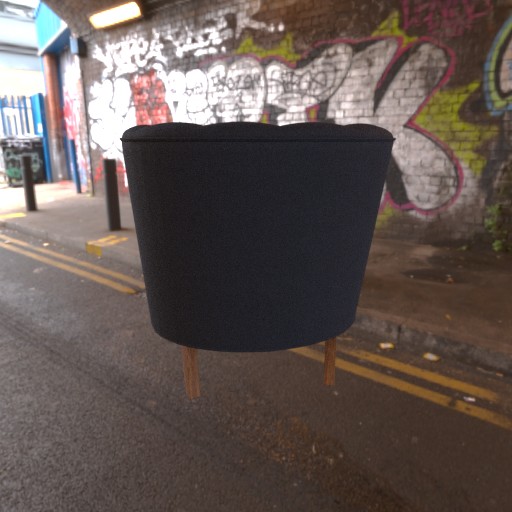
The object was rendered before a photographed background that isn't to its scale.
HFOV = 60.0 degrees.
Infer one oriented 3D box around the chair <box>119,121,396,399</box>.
[{"bbox_3d":[0.000,0.000,1.366,0.740,0.771,0.718,-3,15,-10],"label":"chair"}]
